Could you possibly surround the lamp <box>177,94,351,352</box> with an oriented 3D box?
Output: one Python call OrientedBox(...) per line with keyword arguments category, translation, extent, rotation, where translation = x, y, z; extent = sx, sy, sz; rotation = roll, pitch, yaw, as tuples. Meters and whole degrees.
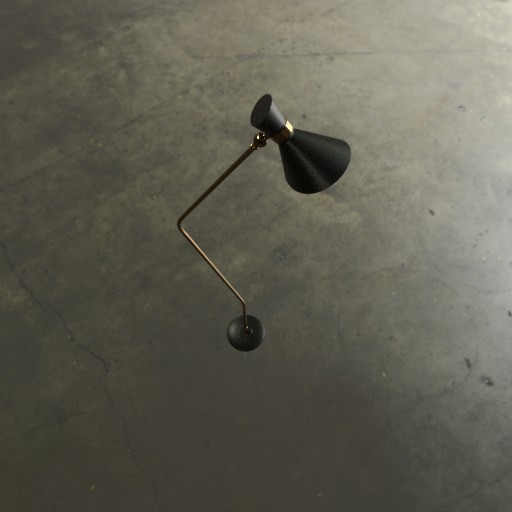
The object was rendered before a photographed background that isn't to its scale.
OrientedBox(category="lamp", translation=(0.000, 0.000, 1.599), extent=(0.467, 1.438, 0.277), rotation=(32, 64, 17))
